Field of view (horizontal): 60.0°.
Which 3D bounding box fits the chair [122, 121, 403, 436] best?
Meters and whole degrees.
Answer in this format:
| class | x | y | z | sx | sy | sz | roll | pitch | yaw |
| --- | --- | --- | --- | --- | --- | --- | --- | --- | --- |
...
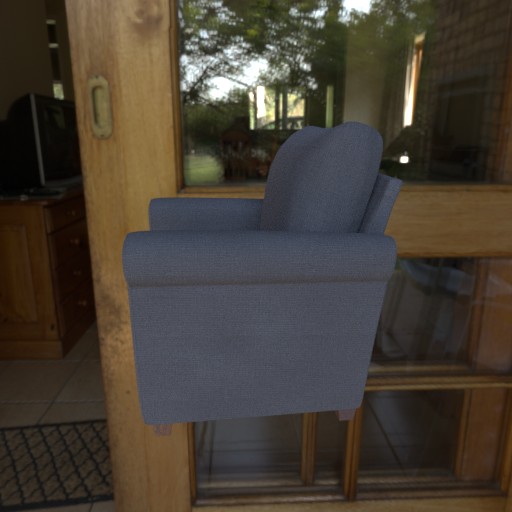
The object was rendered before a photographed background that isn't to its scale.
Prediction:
| class | x | y | z | sx | sy | sz | roll | pitch | yaw |
| --- | --- | --- | --- | --- | --- | --- | --- | --- | --- |
| chair | 0.000 | 0.000 | 1.647 | 0.828 | 0.942 | 0.867 | -2 | 15 | -7 |
